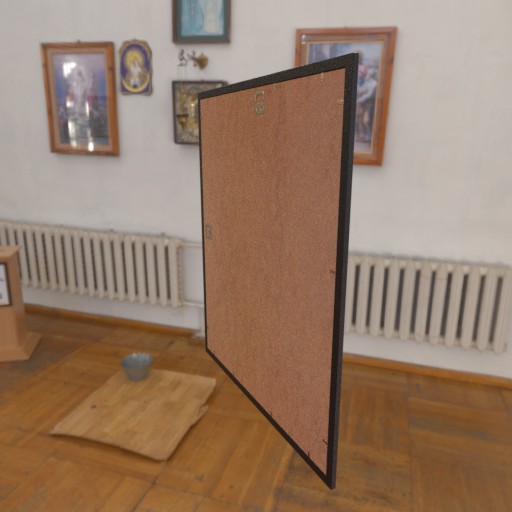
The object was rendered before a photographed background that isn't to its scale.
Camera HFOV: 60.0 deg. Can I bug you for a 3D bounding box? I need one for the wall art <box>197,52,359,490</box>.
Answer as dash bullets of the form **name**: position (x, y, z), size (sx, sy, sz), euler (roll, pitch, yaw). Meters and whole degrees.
- **wall art**: position (0.000, 0.000, 0.883), size (0.018, 0.660, 0.559), euler (-8, 16, -27)
